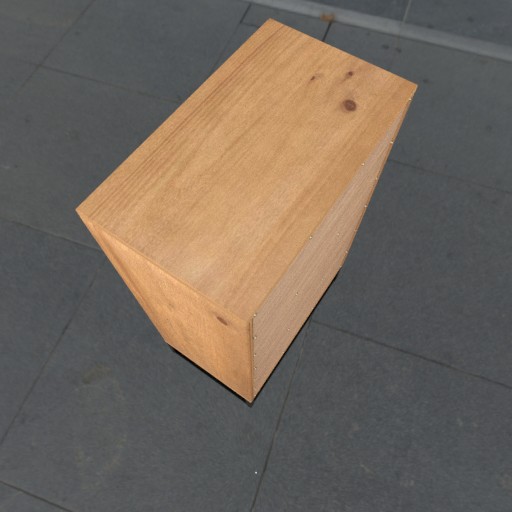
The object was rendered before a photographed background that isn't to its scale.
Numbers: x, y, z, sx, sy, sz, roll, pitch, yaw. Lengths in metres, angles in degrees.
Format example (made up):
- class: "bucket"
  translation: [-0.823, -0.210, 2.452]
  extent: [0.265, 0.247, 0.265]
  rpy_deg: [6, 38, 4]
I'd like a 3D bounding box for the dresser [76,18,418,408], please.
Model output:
- class: "dresser"
  translation: [0.000, 0.000, 1.596]
  extent: [0.479, 1.240, 0.761]
  rpy_deg: [32, 68, 14]
